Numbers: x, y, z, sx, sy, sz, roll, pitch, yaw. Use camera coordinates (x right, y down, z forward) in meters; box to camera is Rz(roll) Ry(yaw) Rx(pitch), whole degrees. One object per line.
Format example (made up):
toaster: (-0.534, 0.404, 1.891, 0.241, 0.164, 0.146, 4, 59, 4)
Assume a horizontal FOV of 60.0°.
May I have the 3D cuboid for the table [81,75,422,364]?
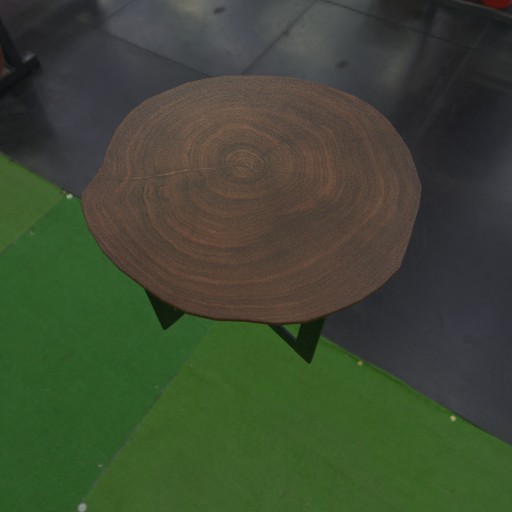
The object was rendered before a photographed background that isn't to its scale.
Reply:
table: (0.000, 0.000, 0.863, 0.494, 0.476, 0.477, 31, 63, 18)
